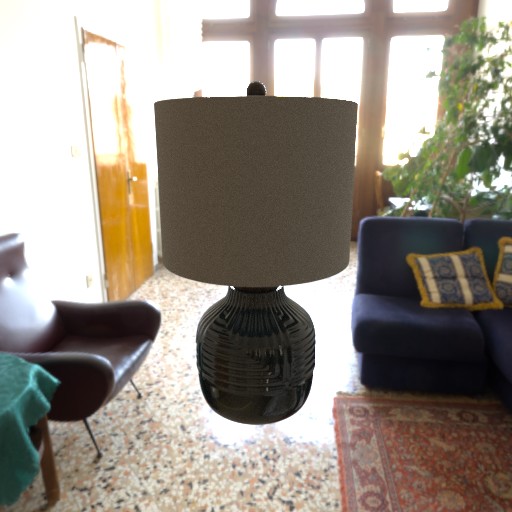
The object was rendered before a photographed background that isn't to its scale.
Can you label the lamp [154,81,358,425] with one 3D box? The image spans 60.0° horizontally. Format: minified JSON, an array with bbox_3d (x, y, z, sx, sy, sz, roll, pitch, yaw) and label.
[{"bbox_3d":[0.000,0.000,0.769,0.318,0.567,0.318,0,15,0],"label":"lamp"}]
